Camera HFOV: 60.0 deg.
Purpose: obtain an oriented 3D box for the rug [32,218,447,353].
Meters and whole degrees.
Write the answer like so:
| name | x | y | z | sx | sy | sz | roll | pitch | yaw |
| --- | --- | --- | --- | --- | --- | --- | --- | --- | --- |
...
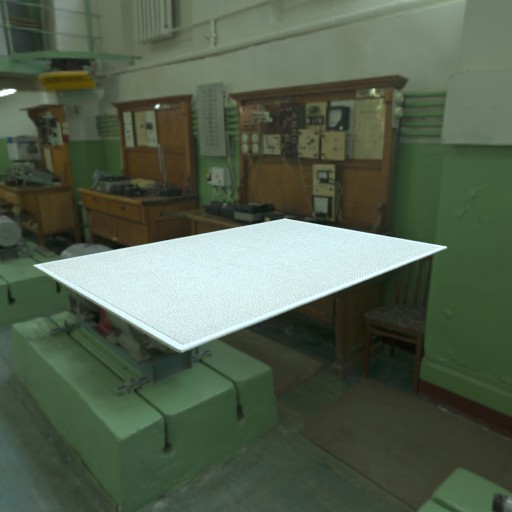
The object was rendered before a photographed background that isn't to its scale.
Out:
| name | x | y | z | sx | sy | sz | roll | pitch | yaw |
| --- | --- | --- | --- | --- | --- | --- | --- | --- | --- |
| rug | 0.000 | 0.000 | 2.865 | 2.244 | 0.017 | 1.532 | -14 | 20 | -42 |
